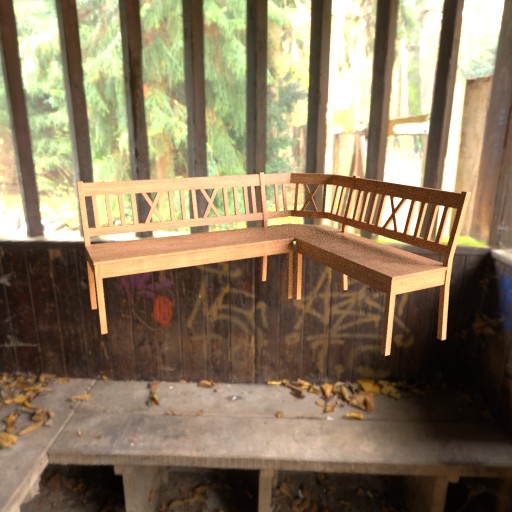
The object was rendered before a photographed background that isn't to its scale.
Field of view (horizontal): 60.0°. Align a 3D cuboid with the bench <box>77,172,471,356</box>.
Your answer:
[{"bbox_3d":[0.000,0.000,2.865,1.937,0.902,1.537,-8,18,-25],"label":"bench"}]
